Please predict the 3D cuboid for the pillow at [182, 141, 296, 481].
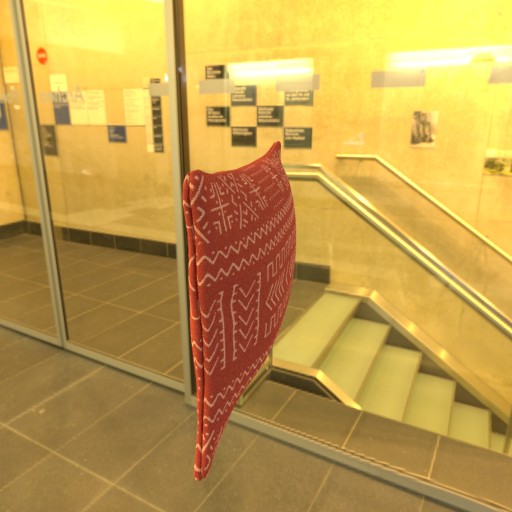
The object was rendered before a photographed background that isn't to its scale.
[{"bbox_3d":[0.000,0.000,0.753,0.130,0.352,0.640,3,17,10],"label":"pillow"}]
